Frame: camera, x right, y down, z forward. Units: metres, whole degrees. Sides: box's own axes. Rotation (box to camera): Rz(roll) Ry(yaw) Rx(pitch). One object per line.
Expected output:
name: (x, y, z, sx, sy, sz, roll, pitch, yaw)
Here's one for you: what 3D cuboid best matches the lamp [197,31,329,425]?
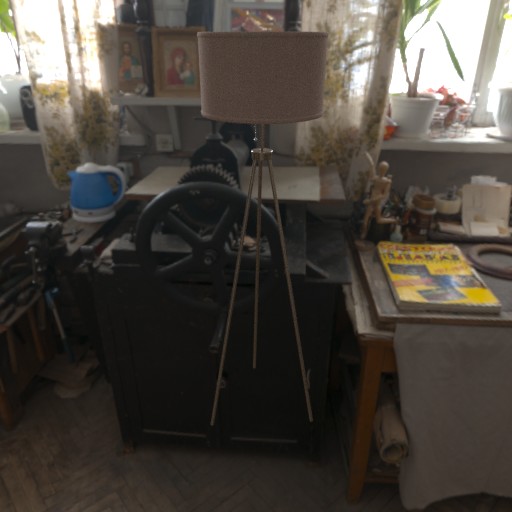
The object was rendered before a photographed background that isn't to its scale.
lamp: (0.000, 0.000, 1.713, 0.460, 1.545, 0.449, -17, 31, -31)
